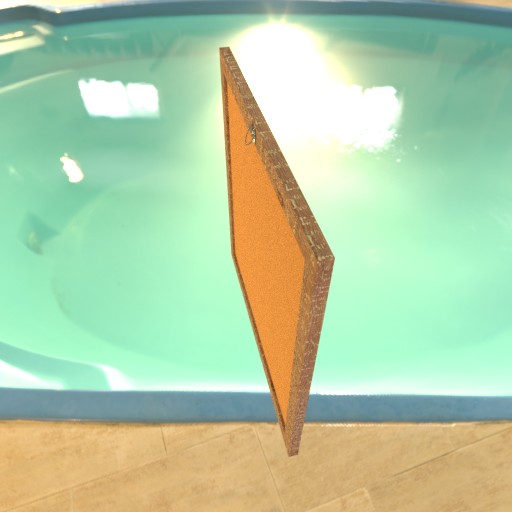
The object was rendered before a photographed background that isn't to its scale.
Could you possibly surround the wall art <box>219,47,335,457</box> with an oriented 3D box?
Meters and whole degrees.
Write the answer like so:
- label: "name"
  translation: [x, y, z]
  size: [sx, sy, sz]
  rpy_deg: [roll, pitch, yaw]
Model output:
- label: "wall art"
  translation: [0.000, 0.000, 0.574]
  size: [0.022, 0.380, 0.380]
  rpy_deg: [-10, 47, -9]
